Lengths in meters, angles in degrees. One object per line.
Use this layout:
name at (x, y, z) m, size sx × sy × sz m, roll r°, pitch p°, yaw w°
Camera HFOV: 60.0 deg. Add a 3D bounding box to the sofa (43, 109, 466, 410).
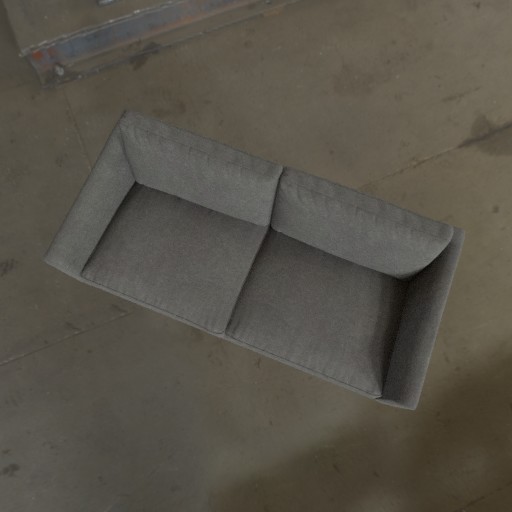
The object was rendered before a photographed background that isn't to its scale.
sofa at (0.000, 0.000, 2.784) m, size 2.257 × 0.838 × 1.092 m, roll 21°, pitch 75°, yaw 6°
